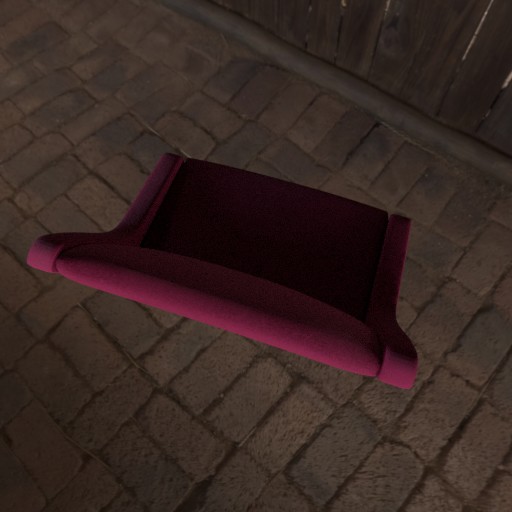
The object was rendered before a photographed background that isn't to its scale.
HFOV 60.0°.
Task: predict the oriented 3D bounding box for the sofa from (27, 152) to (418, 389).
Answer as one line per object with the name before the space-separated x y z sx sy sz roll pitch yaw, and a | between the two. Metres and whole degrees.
sofa | 0.000 0.000 1.923 1.242 0.976 0.946 17 65 8
